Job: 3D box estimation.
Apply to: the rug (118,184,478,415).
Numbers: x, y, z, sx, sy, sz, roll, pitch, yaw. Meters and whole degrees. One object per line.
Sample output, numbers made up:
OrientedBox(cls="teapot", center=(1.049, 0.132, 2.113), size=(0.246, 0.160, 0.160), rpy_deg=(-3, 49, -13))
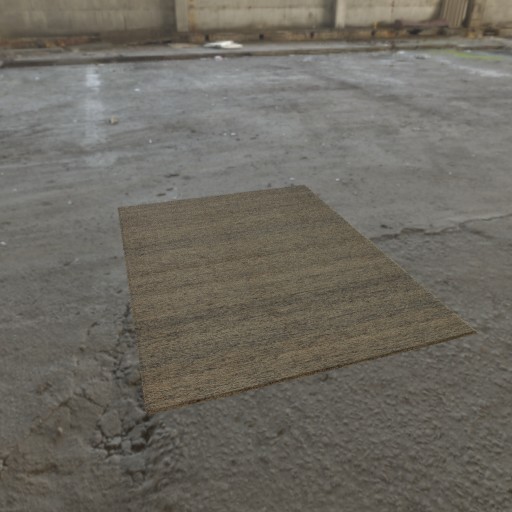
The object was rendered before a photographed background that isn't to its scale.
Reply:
OrientedBox(cls="rug", center=(0.000, 0.000, 4.275), size=(2.414, 0.036, 3.199), rpy_deg=(-9, 31, -16))
